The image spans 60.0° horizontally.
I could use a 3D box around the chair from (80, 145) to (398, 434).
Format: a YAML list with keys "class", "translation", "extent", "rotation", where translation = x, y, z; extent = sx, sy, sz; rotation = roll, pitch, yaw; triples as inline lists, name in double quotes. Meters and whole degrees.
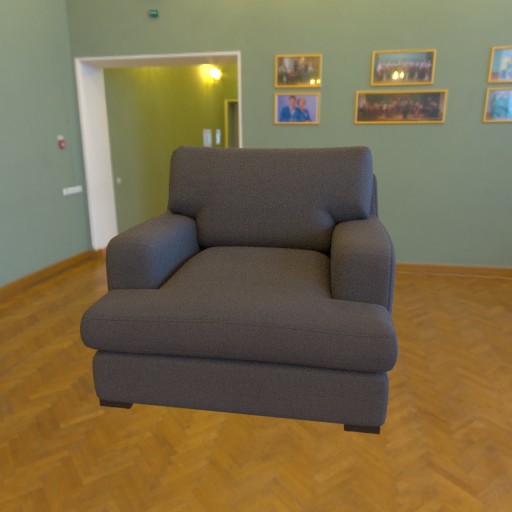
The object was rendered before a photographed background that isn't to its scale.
- class: "chair"
  translation: [0.000, 0.000, 1.970]
  extent: [1.168, 0.940, 1.143]
  rotation: [2, 15, 9]
